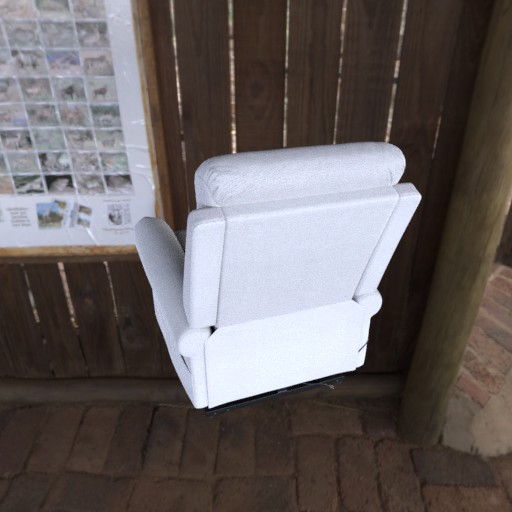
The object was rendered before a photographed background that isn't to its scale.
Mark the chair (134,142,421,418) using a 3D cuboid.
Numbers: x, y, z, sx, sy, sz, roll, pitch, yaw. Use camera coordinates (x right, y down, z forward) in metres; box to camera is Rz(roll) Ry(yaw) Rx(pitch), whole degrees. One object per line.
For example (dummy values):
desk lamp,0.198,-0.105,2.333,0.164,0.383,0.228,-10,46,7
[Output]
chair,0.000,0.000,1.751,0.871,1.031,0.979,-9,29,-17
